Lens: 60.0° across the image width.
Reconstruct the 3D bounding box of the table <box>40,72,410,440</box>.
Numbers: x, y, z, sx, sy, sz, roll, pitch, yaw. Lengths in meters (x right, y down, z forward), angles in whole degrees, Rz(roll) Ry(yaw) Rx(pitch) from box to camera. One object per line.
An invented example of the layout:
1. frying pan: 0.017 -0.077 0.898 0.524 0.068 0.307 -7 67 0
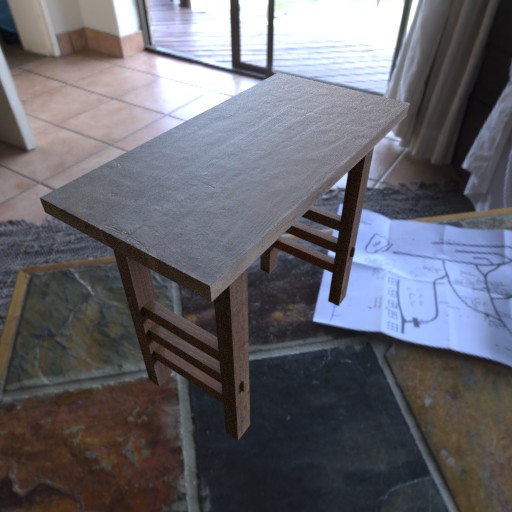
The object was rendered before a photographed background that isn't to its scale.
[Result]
1. table: 0.000 0.000 1.646 0.556 0.914 1.119 25 47 25
